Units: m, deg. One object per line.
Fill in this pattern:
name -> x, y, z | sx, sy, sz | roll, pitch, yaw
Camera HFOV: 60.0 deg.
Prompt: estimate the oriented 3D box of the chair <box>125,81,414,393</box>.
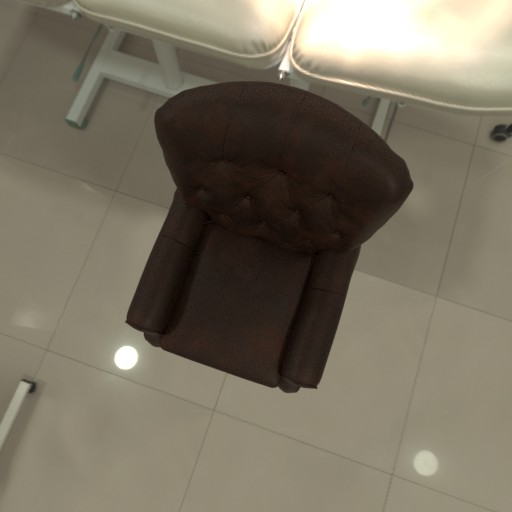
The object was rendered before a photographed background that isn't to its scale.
chair -> 0.000, 0.000, 1.984 | 0.948, 1.158, 1.058 | 18, 78, 4
